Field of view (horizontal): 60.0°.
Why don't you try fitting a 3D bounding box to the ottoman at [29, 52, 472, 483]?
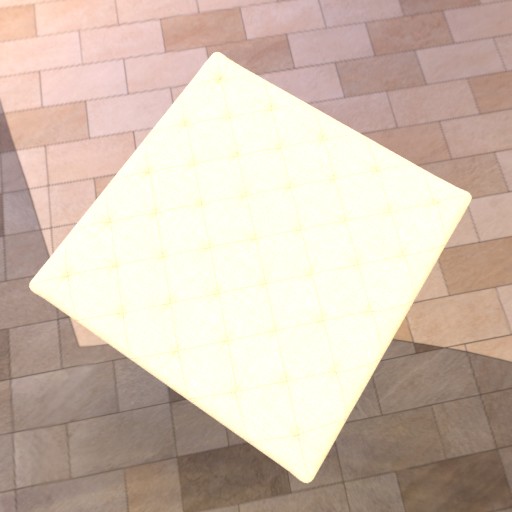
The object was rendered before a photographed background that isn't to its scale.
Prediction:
[{"bbox_3d":[0.000,0.000,1.588,1.028,0.439,1.028,32,77,8],"label":"ottoman"}]
